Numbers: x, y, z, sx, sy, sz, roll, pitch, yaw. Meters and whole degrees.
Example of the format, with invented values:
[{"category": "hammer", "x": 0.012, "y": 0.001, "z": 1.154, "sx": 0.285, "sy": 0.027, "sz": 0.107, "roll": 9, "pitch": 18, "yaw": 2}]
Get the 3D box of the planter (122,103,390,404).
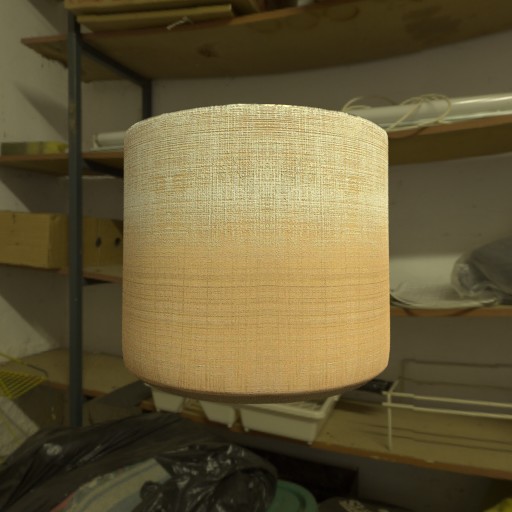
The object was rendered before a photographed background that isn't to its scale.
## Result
[{"category": "planter", "x": 0.000, "y": 0.000, "z": 0.438, "sx": 0.254, "sy": 0.221, "sz": 0.254, "roll": 0, "pitch": 1, "yaw": 0}]
